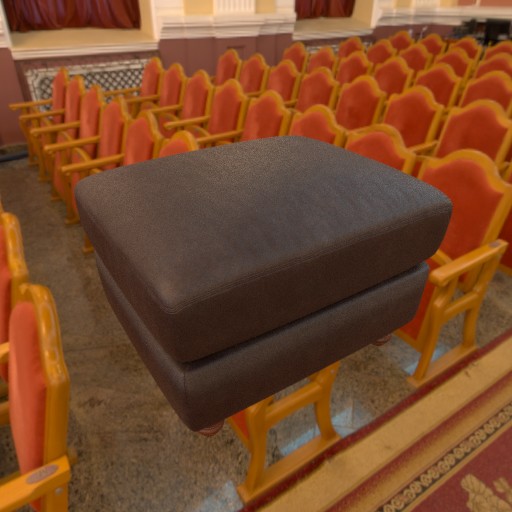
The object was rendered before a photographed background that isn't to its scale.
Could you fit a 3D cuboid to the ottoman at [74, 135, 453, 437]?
[{"bbox_3d":[0.000,0.000,1.261,0.806,0.569,0.670,-19,36,-28],"label":"ottoman"}]
